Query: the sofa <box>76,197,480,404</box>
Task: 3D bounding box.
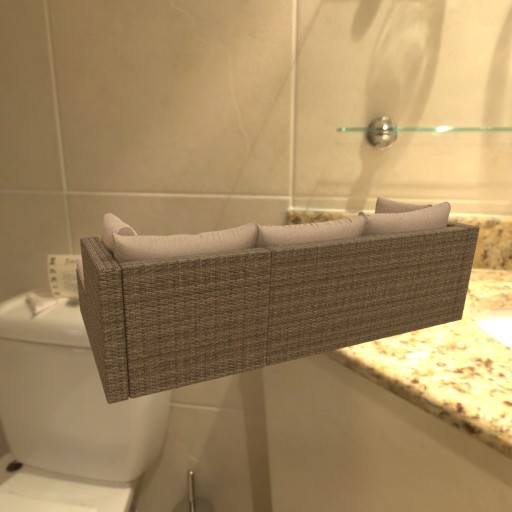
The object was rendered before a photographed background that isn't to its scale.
[{"bbox_3d":[0.000,0.000,2.971,2.192,0.766,1.662,-7,15,-25],"label":"sofa"}]
